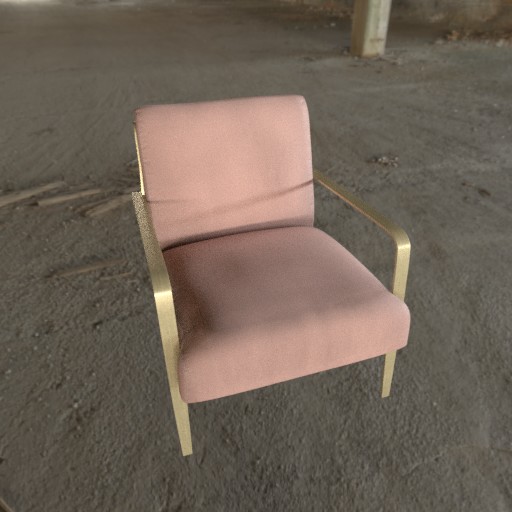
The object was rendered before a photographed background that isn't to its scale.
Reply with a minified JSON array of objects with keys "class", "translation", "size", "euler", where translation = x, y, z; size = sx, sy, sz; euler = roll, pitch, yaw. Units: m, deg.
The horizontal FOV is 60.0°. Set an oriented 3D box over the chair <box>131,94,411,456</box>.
[{"class":"chair","translation":[0.000,0.000,1.453],"size":[0.701,0.823,0.848],"euler":[-10,35,-15]}]
